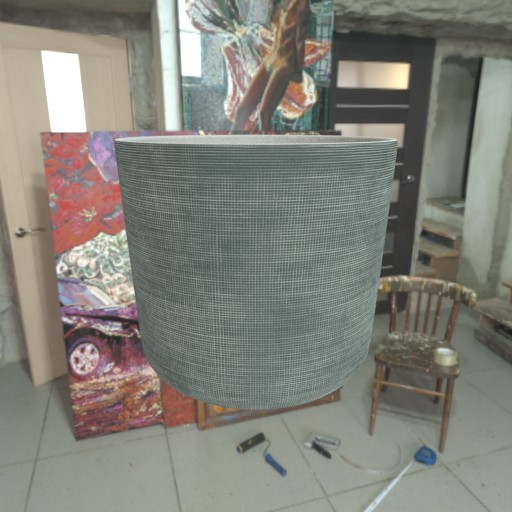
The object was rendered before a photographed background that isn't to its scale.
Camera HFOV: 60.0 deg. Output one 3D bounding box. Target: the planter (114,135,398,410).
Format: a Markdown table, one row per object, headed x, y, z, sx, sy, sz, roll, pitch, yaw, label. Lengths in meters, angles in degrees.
| x | y | z | sx | sy | sz | roll | pitch | yaw | label |
| --- | --- | --- | --- | --- | --- | --- | --- | --- | --- |
| 0.000 | 0.000 | 0.774 | 0.440 | 0.398 | 0.440 | 0 | 17 | 0 | planter |
